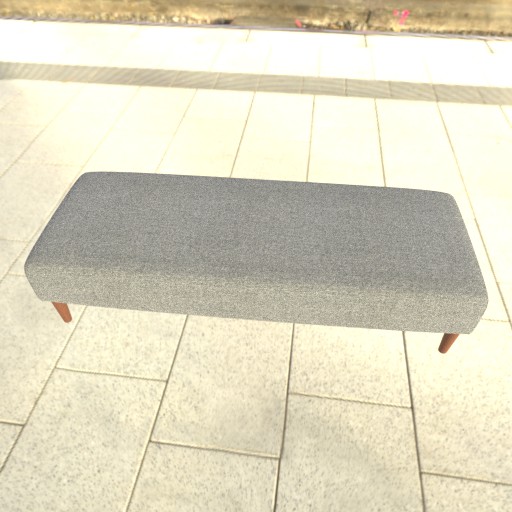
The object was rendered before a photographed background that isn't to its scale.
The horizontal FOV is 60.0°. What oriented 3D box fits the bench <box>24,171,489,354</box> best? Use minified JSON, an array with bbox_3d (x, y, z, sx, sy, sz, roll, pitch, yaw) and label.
[{"bbox_3d":[0.000,0.000,1.809,1.598,0.384,0.631,4,45,4],"label":"bench"}]
